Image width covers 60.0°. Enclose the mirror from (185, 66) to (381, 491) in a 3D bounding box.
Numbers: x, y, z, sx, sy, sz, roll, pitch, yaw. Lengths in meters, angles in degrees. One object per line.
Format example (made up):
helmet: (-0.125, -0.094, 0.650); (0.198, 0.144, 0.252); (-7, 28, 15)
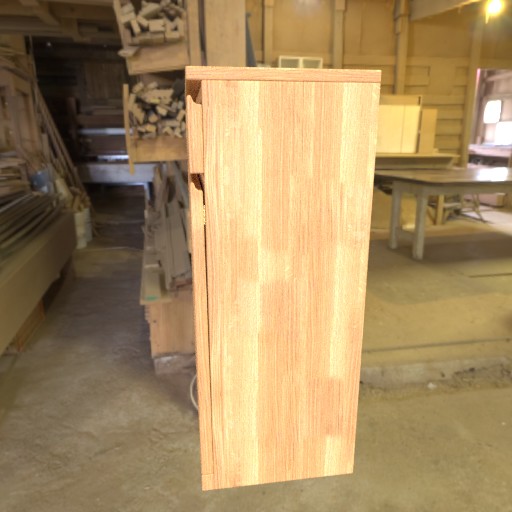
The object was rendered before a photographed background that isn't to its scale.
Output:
mirror: (0.000, 0.000, 1.399); (0.400, 1.000, 0.800); (-2, 16, -8)
